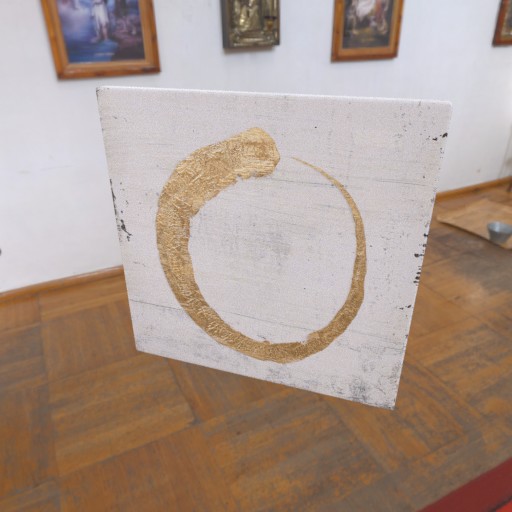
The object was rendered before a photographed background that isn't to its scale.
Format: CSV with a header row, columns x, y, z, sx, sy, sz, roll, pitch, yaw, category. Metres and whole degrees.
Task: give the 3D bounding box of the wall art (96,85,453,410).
x,y,z,sx,sy,sz,roll,pitch,yaw,category
0.000,0.000,1.095,0.762,0.762,0.038,9,29,16,wall art
